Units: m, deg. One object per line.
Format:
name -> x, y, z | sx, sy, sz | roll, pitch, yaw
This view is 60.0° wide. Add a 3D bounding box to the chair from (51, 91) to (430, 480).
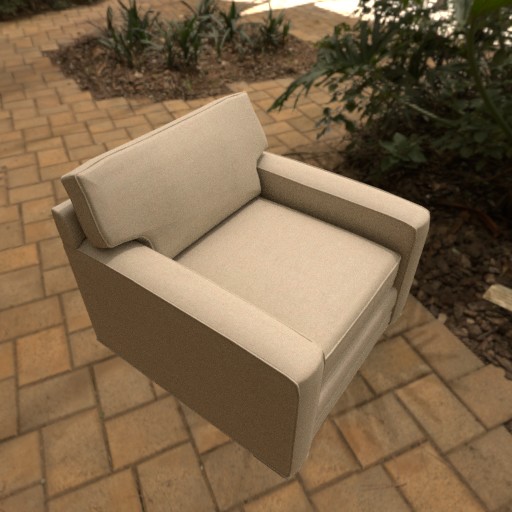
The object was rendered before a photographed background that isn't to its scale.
chair -> 0.000, 0.000, 1.773 | 1.043, 0.913, 0.998 | 26, 47, 27
